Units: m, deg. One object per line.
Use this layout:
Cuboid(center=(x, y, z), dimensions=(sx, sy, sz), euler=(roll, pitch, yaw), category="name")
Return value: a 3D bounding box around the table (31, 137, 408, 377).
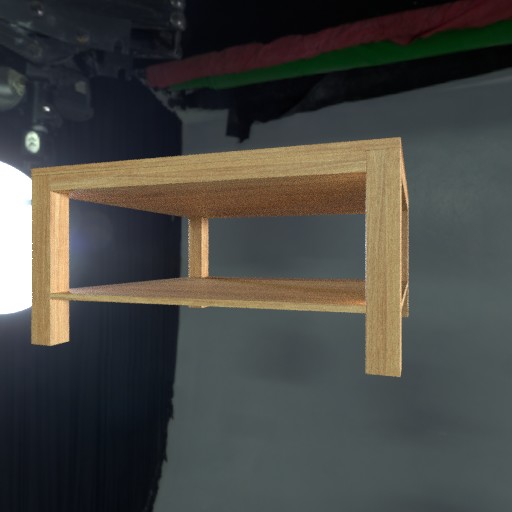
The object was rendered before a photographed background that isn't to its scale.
Cuboid(center=(0.000, 0.000, 1.406), dimensions=(0.900, 0.450, 0.900), euler=(0, 0, 20), category="table")
